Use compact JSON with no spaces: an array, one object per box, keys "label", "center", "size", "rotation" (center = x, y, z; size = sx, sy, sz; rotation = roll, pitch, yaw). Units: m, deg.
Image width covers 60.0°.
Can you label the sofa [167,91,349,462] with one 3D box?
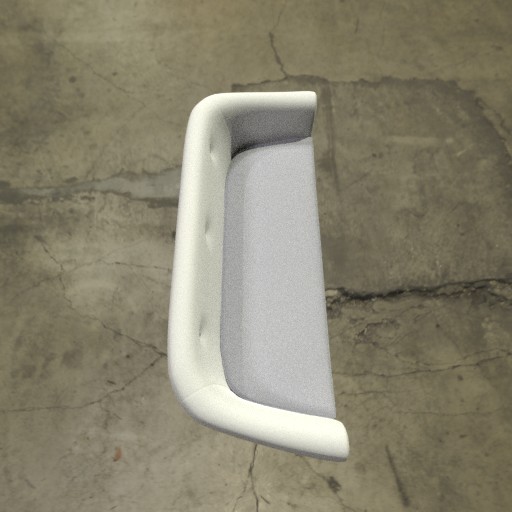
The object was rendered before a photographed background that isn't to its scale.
[{"label":"sofa","center":[0.000,0.000,2.537],"size":[0.827,0.795,2.160],"rotation":[0,63,0]}]
